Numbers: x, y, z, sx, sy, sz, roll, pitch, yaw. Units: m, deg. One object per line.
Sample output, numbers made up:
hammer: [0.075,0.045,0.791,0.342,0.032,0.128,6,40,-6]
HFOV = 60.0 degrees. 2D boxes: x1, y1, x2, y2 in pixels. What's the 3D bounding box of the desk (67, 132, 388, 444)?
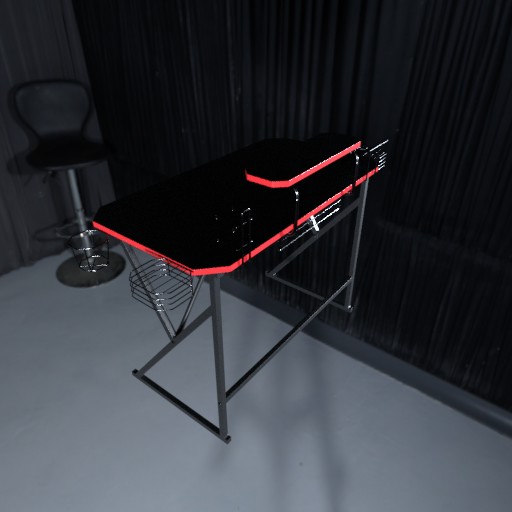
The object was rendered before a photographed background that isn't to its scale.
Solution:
desk: [0.000,0.000,1.728,0.588,0.913,1.280,23,39,31]
